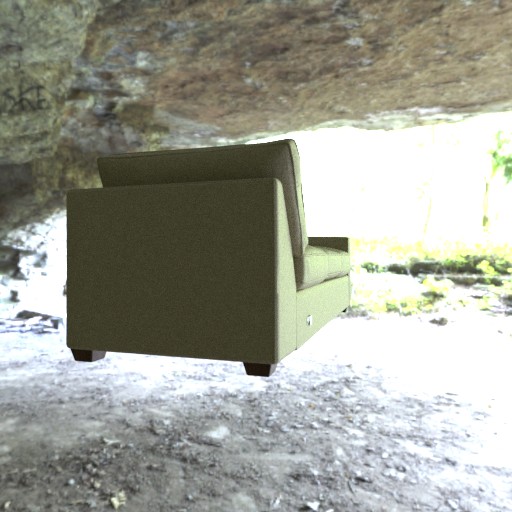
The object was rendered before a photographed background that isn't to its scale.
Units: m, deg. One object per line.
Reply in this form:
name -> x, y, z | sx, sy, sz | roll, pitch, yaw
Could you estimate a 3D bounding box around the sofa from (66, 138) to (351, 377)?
sofa -> 0.000, 0.000, 2.905 | 1.053, 0.948, 2.323 | 0, 0, 19
